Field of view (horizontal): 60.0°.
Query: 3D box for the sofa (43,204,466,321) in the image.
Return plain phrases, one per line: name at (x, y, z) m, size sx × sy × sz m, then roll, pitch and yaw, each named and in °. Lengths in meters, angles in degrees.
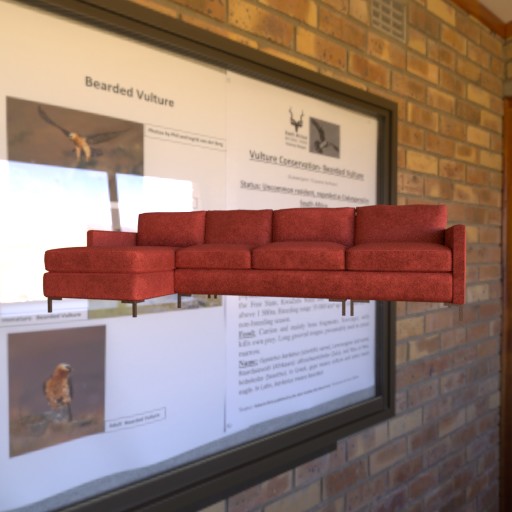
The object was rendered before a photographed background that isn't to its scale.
sofa at (0.000, 0.000, 3.972) m, size 3.400 × 0.967 × 1.500 m, roll 0°, pitch 1°, yaw 18°
